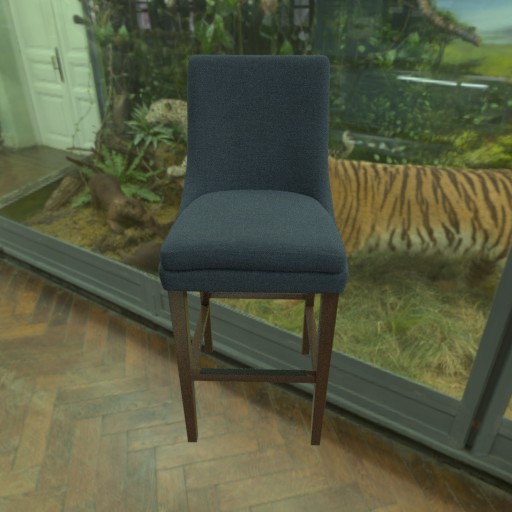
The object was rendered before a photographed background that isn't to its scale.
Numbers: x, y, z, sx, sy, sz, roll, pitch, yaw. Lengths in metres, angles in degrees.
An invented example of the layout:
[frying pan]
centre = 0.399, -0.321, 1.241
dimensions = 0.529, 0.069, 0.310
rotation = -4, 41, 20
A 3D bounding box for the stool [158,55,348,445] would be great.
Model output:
[stool]
centre = 0.000, 0.000, 1.355
dimensions = 0.470, 1.078, 0.577
rotation = 1, 30, 1
